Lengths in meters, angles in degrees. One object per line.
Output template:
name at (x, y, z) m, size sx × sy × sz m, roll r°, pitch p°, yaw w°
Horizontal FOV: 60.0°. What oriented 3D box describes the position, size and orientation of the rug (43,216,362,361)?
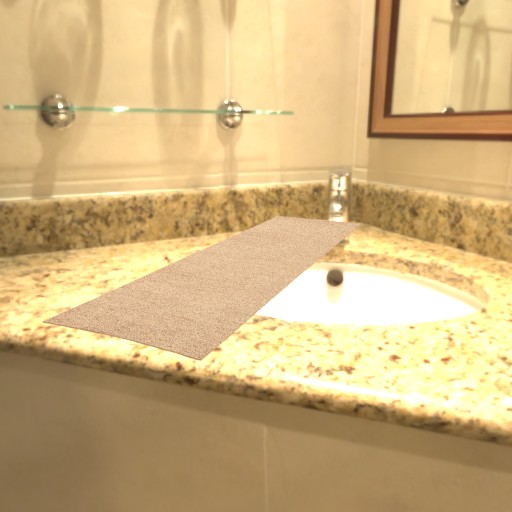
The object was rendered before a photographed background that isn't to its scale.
rug at (0.000, 0.000, 2.580) m, size 0.712 × 0.013 × 2.346 m, roll 8°, pitch 18°, yaw 24°
